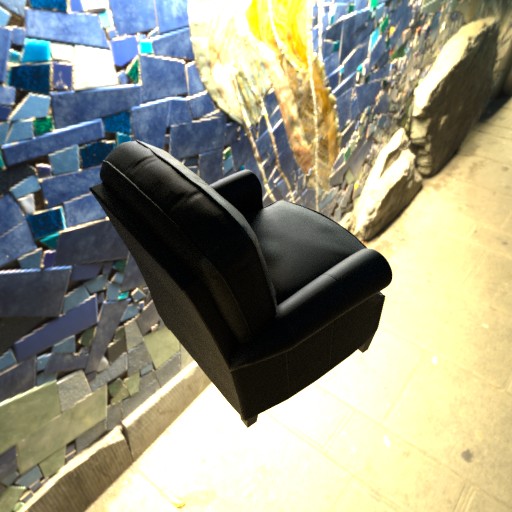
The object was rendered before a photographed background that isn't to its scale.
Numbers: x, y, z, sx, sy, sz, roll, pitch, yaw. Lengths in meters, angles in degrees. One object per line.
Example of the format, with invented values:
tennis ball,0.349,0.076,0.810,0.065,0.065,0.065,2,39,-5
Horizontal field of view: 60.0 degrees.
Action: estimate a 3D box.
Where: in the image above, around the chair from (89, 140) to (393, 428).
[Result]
chair,0.000,0.000,1.806,0.986,1.018,0.936,-26,45,-28
